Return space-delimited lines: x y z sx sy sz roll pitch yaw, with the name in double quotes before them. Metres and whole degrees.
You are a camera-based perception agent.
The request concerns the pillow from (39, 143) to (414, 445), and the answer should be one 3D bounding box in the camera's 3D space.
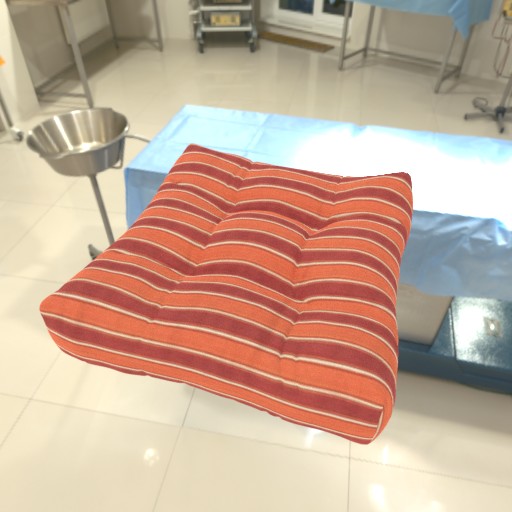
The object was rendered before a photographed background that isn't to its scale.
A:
"pillow" 0.000 0.000 0.714 0.468 0.133 0.490 12 43 13
